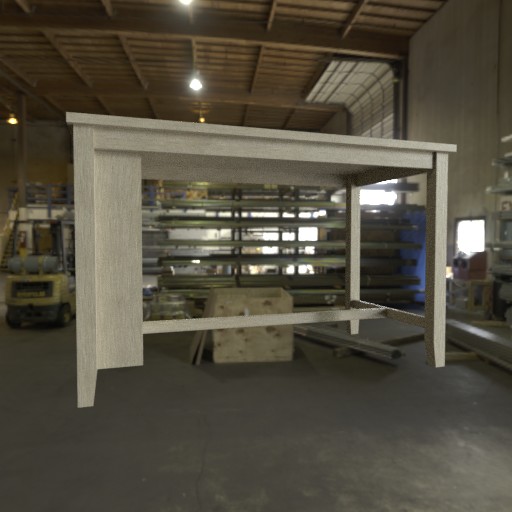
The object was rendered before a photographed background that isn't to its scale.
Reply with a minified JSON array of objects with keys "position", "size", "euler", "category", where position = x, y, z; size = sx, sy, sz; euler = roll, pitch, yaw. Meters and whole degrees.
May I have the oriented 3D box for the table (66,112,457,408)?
[{"position":[0.000,0.000,1.859],"size":[1.397,0.874,0.729],"euler":[-1,2,-19],"category":"table"}]
